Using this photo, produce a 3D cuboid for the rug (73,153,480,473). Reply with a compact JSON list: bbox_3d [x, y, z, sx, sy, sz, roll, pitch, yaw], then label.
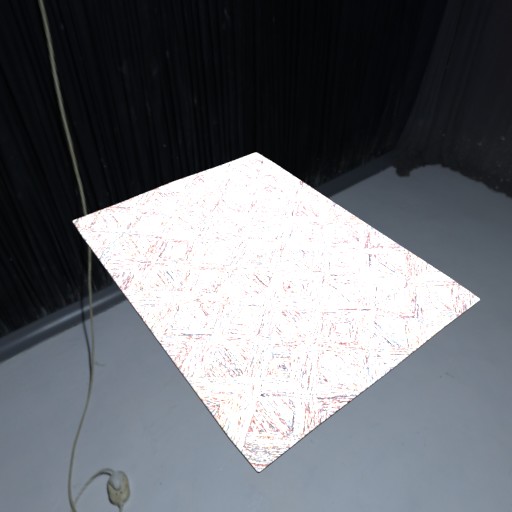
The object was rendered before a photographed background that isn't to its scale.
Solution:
[{"bbox_3d":[0.000,0.000,4.224,2.436,0.024,3.226,-27,48,-27],"label":"rug"}]
